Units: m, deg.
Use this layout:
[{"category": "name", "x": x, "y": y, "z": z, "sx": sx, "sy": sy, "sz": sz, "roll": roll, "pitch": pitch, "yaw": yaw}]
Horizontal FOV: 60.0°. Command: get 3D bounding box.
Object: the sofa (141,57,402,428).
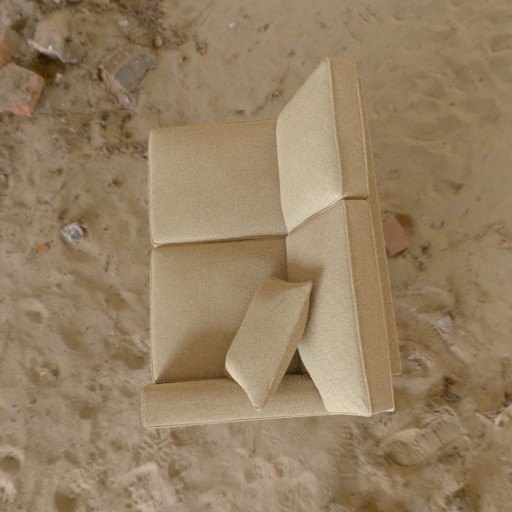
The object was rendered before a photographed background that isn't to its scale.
[{"category": "sofa", "x": 0.000, "y": 0.000, "z": 2.017, "sx": 0.991, "sy": 0.989, "sz": 1.388, "roll": -3, "pitch": 76, "yaw": -1}]
